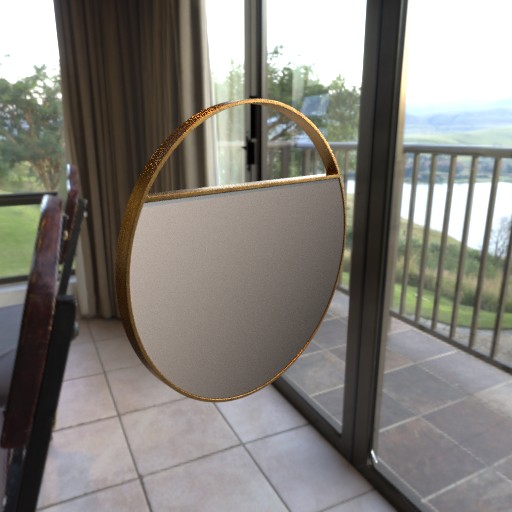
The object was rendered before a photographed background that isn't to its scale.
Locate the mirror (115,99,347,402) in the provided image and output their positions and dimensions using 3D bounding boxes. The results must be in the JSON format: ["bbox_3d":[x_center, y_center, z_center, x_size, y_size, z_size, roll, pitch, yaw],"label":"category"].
[{"bbox_3d":[0.000,0.000,0.846,0.032,0.565,0.565,15,22,43],"label":"mirror"}]
